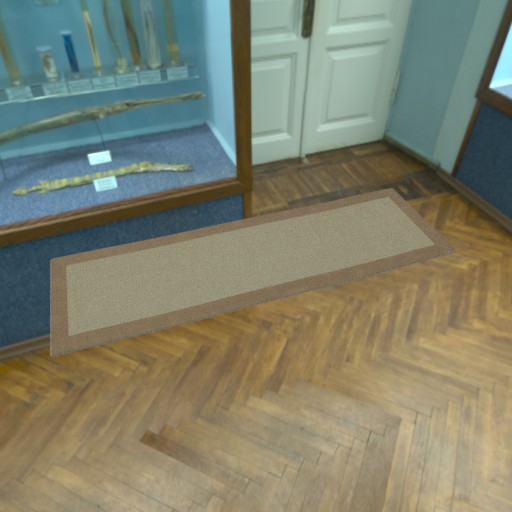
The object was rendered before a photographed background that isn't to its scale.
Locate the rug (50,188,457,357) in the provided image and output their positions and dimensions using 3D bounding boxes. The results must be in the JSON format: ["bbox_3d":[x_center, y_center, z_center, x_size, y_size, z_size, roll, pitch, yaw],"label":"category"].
[{"bbox_3d":[0.000,0.000,2.769,2.430,0.012,0.767,-13,44,-14],"label":"rug"}]
